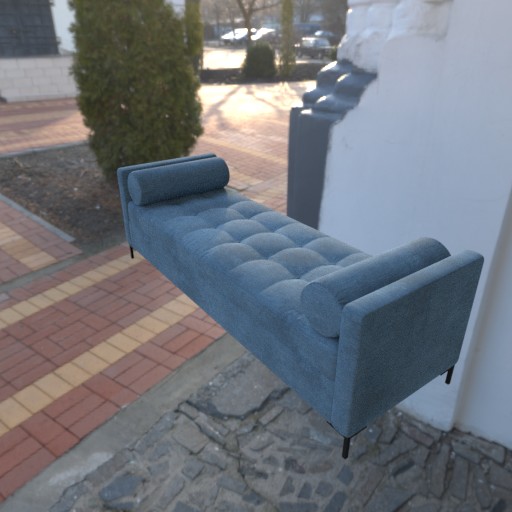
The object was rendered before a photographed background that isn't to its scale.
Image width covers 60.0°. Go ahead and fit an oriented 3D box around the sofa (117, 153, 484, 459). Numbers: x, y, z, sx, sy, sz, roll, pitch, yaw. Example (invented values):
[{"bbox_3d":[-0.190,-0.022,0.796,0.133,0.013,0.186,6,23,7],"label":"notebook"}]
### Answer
[{"bbox_3d":[0.000,0.000,2.318,0.686,0.635,1.981,-18,32,-32],"label":"sofa"}]
